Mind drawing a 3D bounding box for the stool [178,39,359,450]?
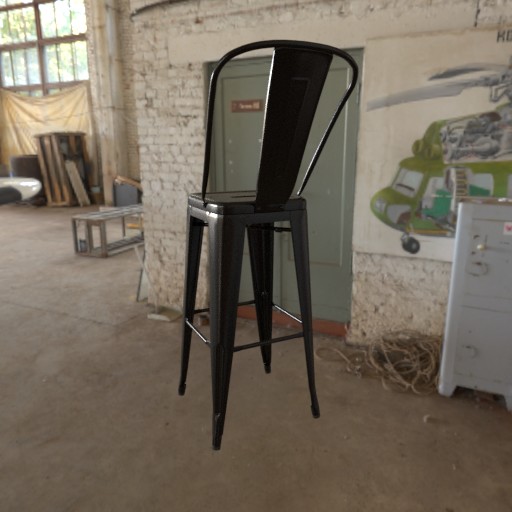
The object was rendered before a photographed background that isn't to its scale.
[{"bbox_3d":[0.000,0.000,1.335,0.399,1.096,0.513,-7,15,-26],"label":"stool"}]
